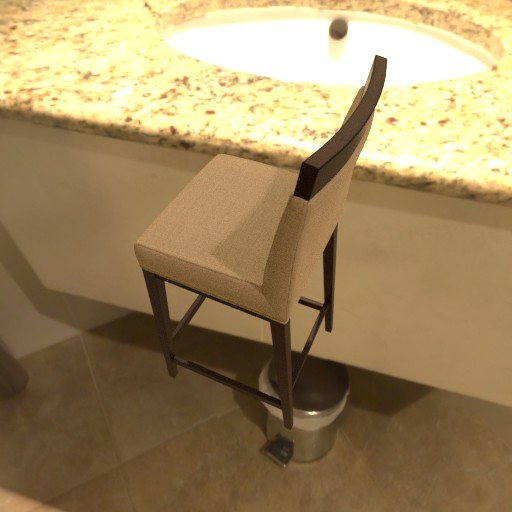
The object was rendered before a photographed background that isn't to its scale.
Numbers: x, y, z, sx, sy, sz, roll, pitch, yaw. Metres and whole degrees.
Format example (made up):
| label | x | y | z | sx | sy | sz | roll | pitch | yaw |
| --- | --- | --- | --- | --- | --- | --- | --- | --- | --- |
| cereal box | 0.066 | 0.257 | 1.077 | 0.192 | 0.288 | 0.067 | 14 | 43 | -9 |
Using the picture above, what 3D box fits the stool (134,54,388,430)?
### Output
| label | x | y | z | sx | sy | sz | roll | pitch | yaw |
| --- | --- | --- | --- | --- | --- | --- | --- | --- | --- |
| stool | 0.000 | 0.000 | 1.379 | 0.531 | 1.117 | 0.511 | 18 | 49 | 17 |
